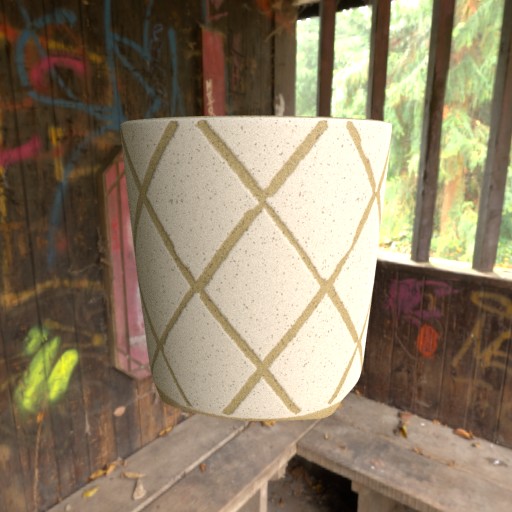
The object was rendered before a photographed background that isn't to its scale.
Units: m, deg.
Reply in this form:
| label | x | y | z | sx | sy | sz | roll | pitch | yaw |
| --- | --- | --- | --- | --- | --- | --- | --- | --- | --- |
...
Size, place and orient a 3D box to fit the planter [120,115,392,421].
| label | x | y | z | sx | sy | sz | roll | pitch | yaw |
| --- | --- | --- | --- | --- | --- | --- | --- | --- | --- |
| planter | 0.000 | 0.000 | 0.414 | 0.228 | 0.235 | 0.228 | 0 | 13 | 0 |
